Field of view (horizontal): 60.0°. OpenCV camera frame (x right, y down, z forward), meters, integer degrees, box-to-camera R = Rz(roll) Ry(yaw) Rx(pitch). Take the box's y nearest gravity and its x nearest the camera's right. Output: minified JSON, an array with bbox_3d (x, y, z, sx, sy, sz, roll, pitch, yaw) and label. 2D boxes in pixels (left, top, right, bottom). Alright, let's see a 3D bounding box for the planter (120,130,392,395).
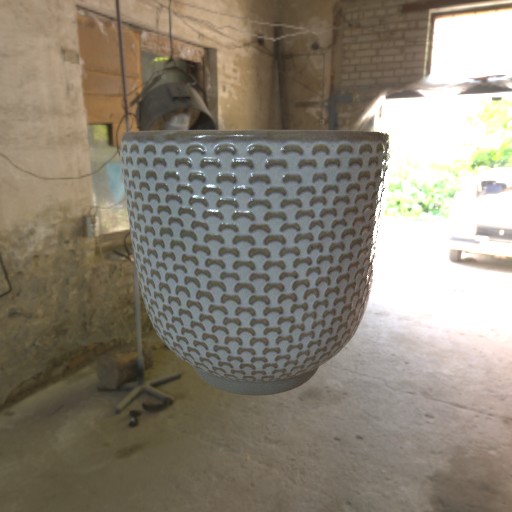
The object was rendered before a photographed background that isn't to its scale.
[{"bbox_3d":[0.000,0.000,0.356,0.197,0.191,0.197,0,15,0],"label":"planter"}]
